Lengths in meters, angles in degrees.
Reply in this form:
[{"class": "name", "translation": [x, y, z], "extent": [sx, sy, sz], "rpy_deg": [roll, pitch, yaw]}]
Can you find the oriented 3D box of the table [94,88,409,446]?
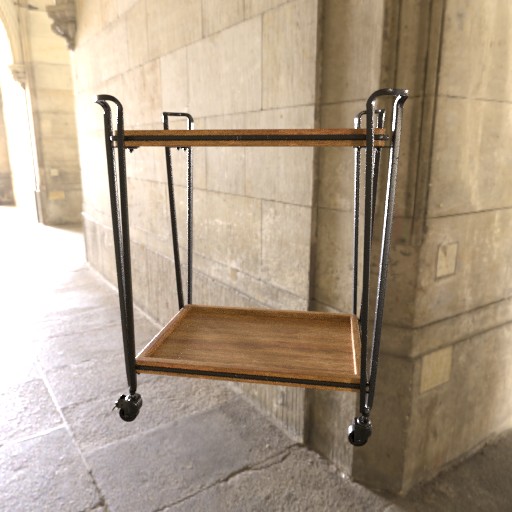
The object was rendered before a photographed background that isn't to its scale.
[{"class": "table", "translation": [0.000, 0.000, 1.202], "extent": [0.672, 0.785, 0.505], "rpy_deg": [2, 14, 9]}]
